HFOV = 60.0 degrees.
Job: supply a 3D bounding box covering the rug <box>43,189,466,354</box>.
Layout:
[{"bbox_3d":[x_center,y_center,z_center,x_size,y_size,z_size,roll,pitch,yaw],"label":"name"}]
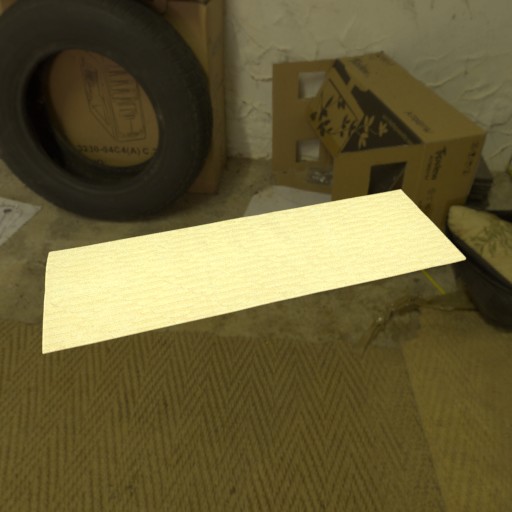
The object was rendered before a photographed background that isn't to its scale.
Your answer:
[{"bbox_3d":[0.000,0.000,2.713,2.450,0.014,0.793,-11,43,-12],"label":"rug"}]
